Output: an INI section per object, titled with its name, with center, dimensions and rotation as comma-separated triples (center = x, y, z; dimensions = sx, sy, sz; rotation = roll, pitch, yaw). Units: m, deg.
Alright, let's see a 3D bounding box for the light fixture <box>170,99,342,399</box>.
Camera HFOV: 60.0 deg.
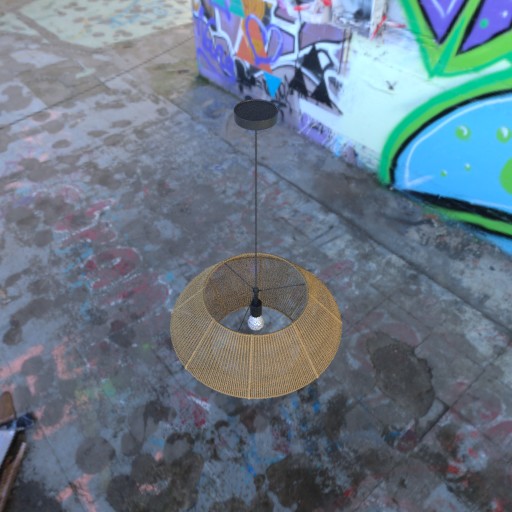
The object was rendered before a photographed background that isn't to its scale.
[light fixture]
center = 0.000, 0.000, 1.420
dimensions = 0.643, 1.009, 0.643
rotation = 0, 46, 0
